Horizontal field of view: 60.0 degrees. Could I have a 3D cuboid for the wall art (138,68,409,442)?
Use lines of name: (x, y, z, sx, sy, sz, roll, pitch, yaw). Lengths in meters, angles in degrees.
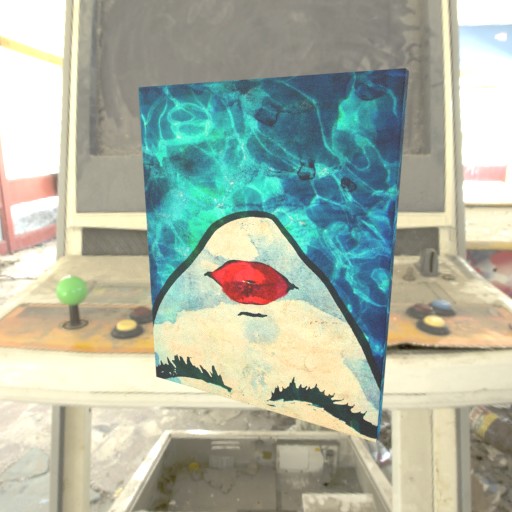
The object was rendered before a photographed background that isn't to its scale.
wall art: (0.000, 0.000, 1.022, 0.609, 0.760, 0.038, 7, 16, 26)
